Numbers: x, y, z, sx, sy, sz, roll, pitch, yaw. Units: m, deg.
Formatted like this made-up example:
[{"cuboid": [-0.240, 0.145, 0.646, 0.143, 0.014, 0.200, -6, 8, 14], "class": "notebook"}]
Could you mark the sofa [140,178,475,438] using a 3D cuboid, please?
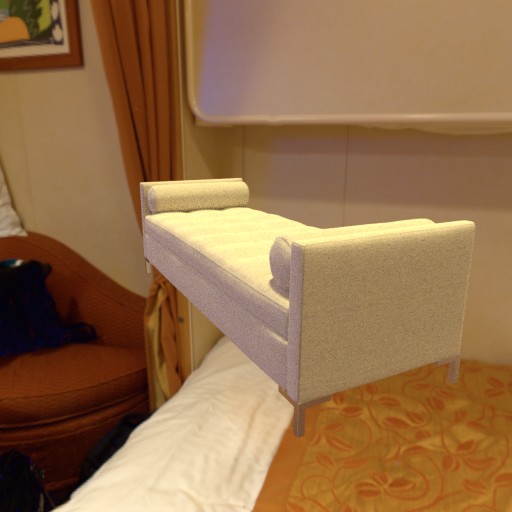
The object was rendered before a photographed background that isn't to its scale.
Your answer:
[{"cuboid": [0.000, 0.000, 2.435, 0.797, 0.655, 2.102, -8, 17, -26], "class": "sofa"}]
